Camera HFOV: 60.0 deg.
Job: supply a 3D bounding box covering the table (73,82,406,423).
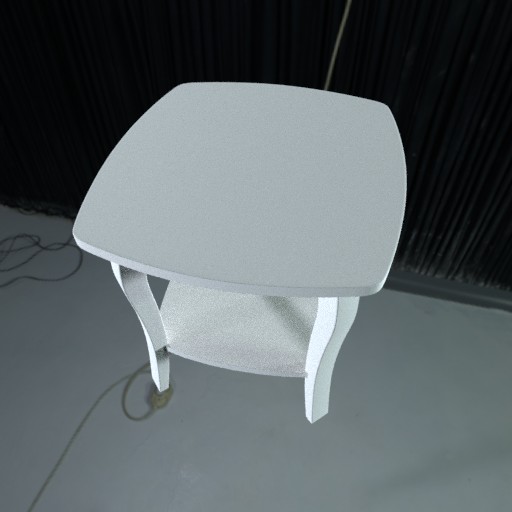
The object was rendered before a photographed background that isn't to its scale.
[{"bbox_3d":[0.000,0.000,0.841,0.451,0.438,0.502,9,47,8],"label":"table"}]
